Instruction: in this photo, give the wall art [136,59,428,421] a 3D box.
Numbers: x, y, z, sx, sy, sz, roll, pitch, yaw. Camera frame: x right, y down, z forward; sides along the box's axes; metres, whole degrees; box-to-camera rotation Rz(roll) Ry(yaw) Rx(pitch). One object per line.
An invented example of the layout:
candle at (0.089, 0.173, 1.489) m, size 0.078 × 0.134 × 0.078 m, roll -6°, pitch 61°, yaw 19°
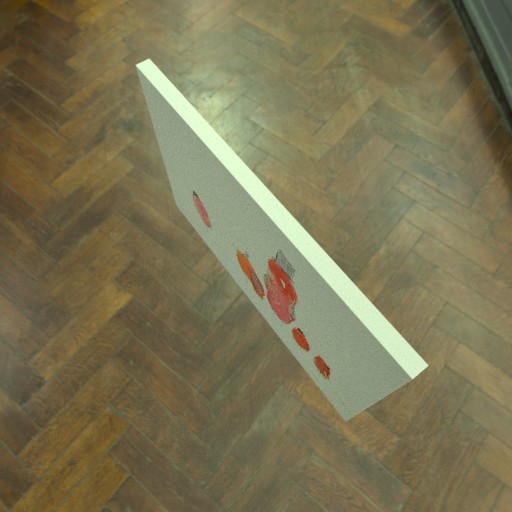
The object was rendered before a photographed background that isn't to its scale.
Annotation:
wall art at (0.000, 0.000, 1.168) m, size 0.038 × 0.609 × 0.914 m, roll -33°, pitch 68°, yaw -15°
